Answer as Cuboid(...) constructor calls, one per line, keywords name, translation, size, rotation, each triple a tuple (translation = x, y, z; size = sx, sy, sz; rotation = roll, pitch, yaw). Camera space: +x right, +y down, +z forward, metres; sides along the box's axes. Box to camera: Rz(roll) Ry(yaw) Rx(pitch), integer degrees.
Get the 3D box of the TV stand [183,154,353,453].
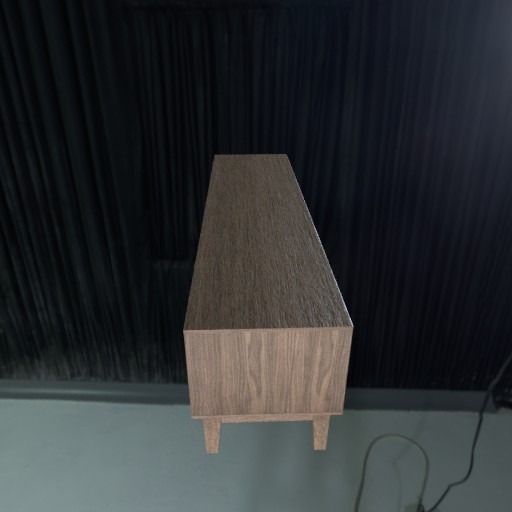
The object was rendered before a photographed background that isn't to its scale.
Cuboid(name="TV stand", translation=(0.000, 0.000, 1.705), size=(0.366, 0.409, 1.482), rotation=(-1, 27, -2))
